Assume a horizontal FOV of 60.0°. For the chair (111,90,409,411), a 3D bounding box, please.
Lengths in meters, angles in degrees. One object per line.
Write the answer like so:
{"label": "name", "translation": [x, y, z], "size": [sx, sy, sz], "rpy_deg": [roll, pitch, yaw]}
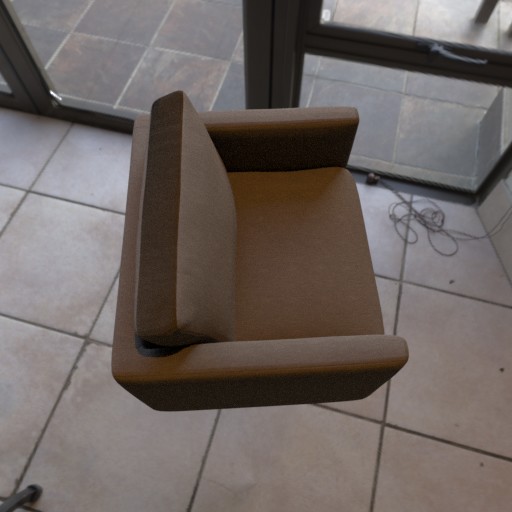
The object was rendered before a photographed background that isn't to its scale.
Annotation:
{"label": "chair", "translation": [0.000, 0.000, 1.824], "size": [0.959, 0.963, 1.107], "rpy_deg": [-3, 63, -1]}
